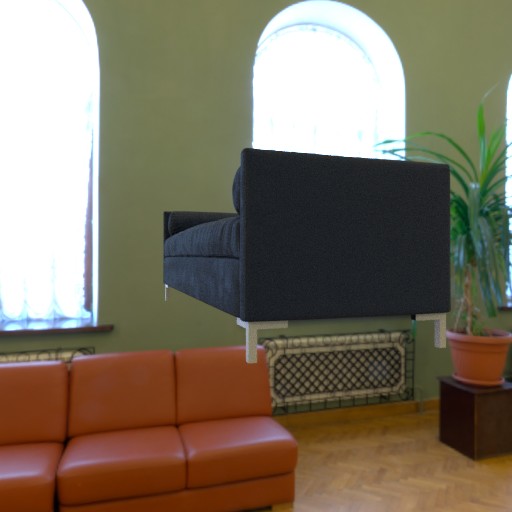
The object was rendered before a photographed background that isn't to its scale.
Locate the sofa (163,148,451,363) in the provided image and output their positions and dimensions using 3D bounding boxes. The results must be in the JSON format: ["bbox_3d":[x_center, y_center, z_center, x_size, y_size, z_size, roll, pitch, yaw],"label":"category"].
[{"bbox_3d":[0.000,0.000,2.433,0.797,0.657,2.102,0,0,-19],"label":"sofa"}]
